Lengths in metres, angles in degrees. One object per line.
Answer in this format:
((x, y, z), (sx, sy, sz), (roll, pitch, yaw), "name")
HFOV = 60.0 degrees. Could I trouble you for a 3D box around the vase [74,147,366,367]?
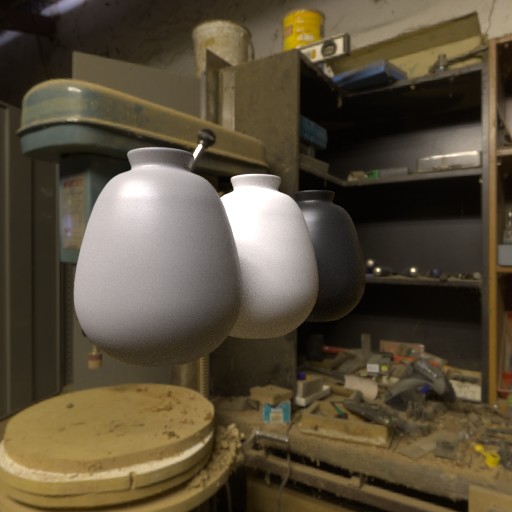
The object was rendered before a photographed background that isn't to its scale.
((0.000, 0.000, 0.348), (0.097, 0.122, 0.297), (0, 0, 34), "vase")
